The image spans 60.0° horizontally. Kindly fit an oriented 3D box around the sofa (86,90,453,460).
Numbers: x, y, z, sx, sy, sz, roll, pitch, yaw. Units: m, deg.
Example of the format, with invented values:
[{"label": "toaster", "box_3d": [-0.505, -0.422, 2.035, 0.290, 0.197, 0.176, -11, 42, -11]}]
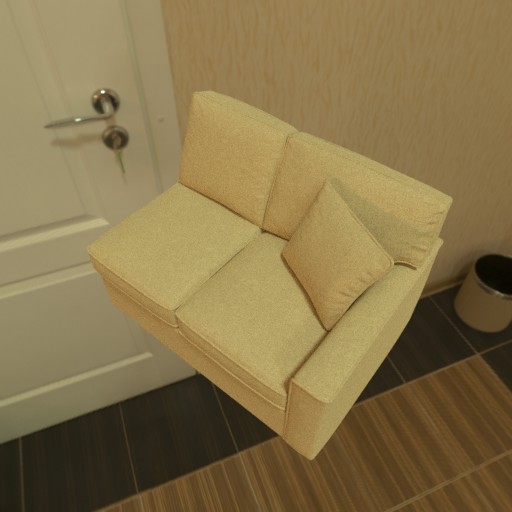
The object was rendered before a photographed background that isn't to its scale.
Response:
[{"label": "sofa", "box_3d": [0.000, 0.000, 2.110, 1.388, 0.989, 0.991, 31, 54, 25]}]
